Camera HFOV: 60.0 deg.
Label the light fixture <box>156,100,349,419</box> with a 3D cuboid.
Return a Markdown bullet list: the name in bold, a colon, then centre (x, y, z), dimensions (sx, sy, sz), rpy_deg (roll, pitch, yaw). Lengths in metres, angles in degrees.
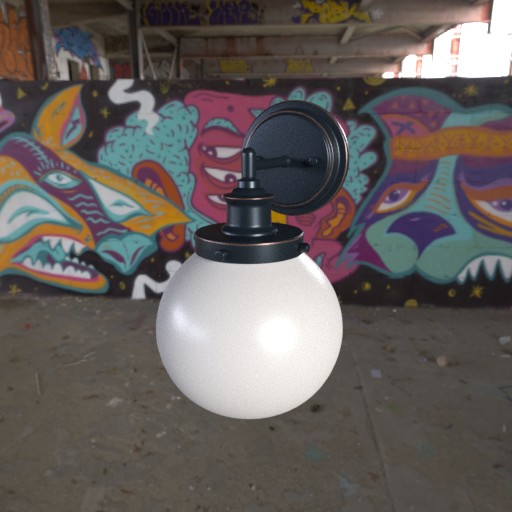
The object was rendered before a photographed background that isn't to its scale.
- **light fixture**: centre (0.000, 0.000, 0.474), dimensions (0.197, 0.332, 0.230), rpy_deg (7, 16, 24)
